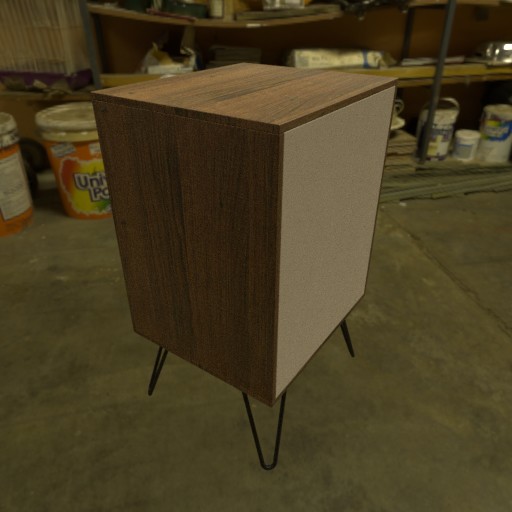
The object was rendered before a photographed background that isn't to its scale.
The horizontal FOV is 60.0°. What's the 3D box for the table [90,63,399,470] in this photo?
[{"bbox_3d":[0.000,0.000,1.182,0.457,0.866,0.526,20,36,29],"label":"table"}]
